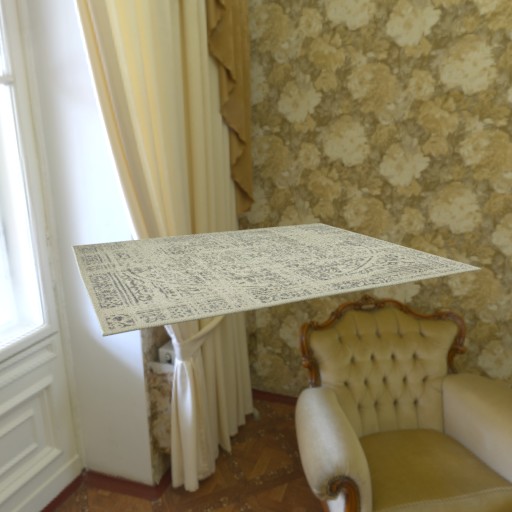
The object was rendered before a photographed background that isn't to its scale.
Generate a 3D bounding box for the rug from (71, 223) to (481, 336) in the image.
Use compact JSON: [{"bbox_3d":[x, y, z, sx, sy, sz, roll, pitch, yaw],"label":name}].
[{"bbox_3d":[0.000,0.000,3.941,2.921,0.032,2.311,-7,16,-25],"label":"rug"}]
